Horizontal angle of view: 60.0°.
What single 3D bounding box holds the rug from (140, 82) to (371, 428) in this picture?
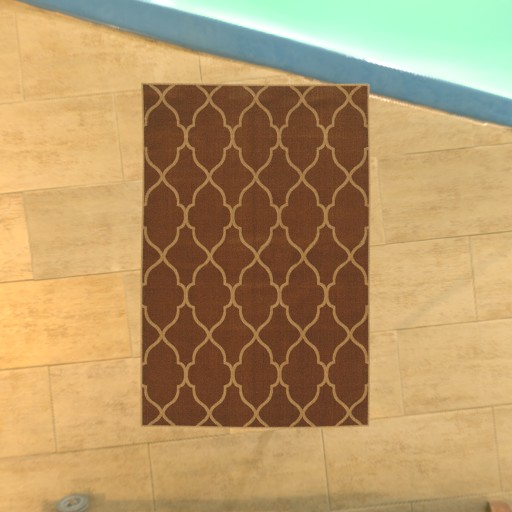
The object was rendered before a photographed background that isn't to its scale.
[{"bbox_3d":[0.000,0.000,2.938,1.526,0.014,2.290,0,90,-1],"label":"rug"}]
